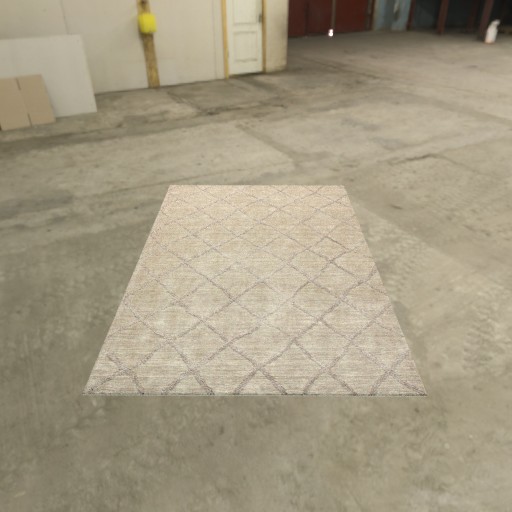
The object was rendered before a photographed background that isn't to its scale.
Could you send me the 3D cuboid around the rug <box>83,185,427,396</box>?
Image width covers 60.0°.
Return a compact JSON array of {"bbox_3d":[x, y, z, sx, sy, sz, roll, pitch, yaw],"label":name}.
[{"bbox_3d":[0.000,0.000,2.916,1.521,0.015,2.280,0,33,0],"label":"rug"}]
